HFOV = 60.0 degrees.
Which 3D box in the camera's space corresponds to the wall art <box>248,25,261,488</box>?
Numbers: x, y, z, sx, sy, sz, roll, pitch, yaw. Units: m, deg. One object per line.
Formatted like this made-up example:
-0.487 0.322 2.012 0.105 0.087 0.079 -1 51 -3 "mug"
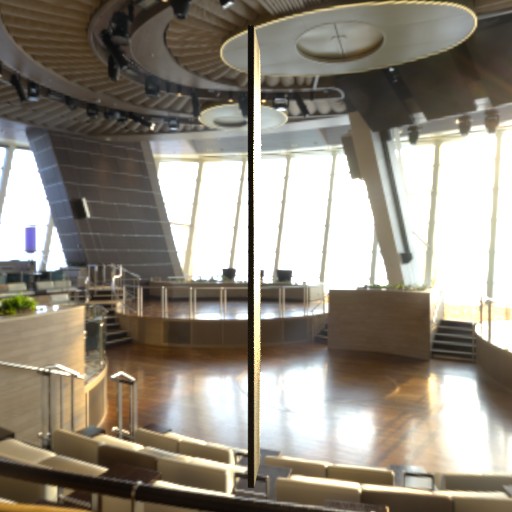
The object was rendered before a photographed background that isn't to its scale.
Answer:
0.000 0.000 0.911 0.018 0.660 0.559 0 0 1 "wall art"
